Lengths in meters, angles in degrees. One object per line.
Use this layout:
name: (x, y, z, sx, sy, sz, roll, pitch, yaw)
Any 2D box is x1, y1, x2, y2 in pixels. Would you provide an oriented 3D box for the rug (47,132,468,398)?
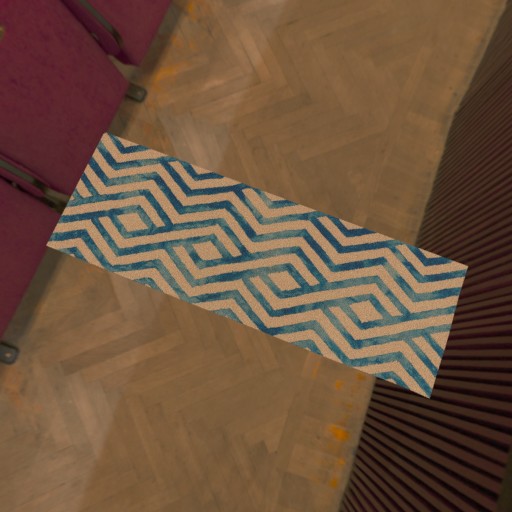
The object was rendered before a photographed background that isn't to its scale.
rug: (0.000, 0.000, 1.649, 1.492, 0.007, 0.503, 21, 78, 5)
